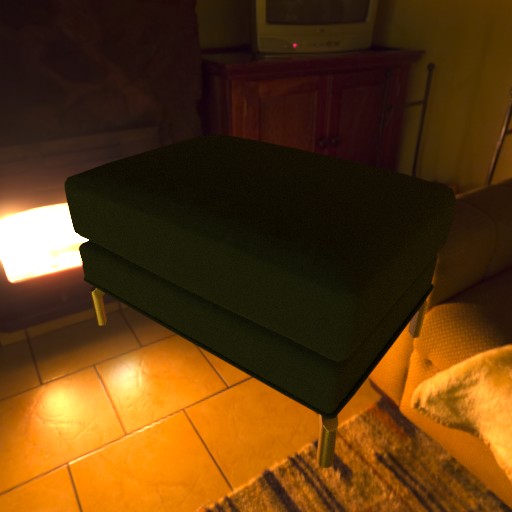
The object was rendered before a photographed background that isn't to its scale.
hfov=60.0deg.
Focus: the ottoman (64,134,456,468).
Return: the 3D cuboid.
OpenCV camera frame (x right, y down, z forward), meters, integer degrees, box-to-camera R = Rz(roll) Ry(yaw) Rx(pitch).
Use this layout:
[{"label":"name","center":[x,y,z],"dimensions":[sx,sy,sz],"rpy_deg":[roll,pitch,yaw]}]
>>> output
[{"label":"ottoman","center":[0.000,0.000,1.212],"dimensions":[0.835,0.498,0.587],"rpy_deg":[21,36,32]}]
